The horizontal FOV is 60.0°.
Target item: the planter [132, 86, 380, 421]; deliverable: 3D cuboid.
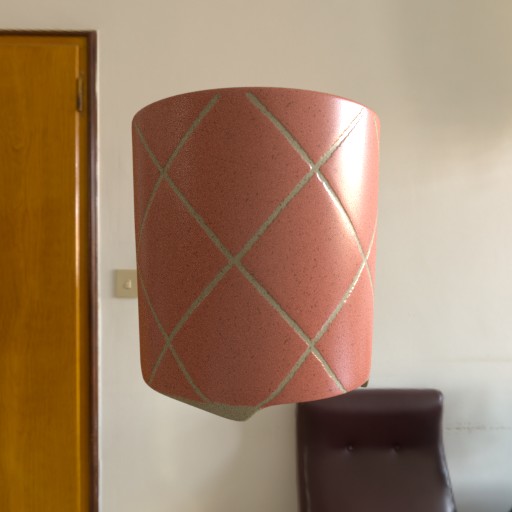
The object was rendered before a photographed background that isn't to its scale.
[{"bbox_3d":[0.000,0.000,0.353,0.191,0.200,0.191,0,0,0],"label":"planter"}]
